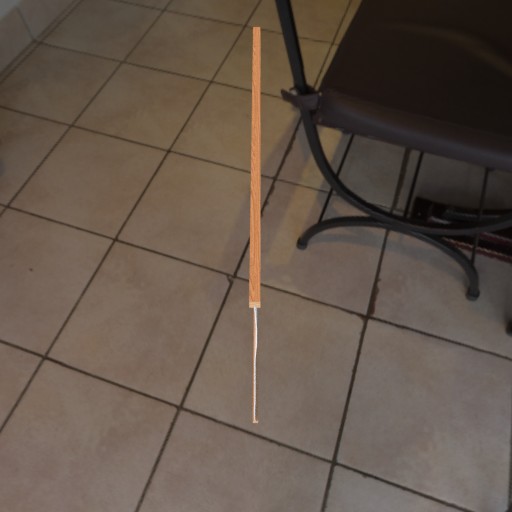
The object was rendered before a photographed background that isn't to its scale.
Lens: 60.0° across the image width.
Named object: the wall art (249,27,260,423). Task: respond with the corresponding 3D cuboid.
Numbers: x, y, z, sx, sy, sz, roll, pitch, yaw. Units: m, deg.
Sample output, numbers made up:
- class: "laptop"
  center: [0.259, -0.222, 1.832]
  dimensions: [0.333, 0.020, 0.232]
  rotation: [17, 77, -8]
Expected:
- class: "wall art"
  center: [0.000, 0.000, 0.700]
  dimensions: [0.010, 0.507, 0.404]
  rotation: [0, 58, 0]
